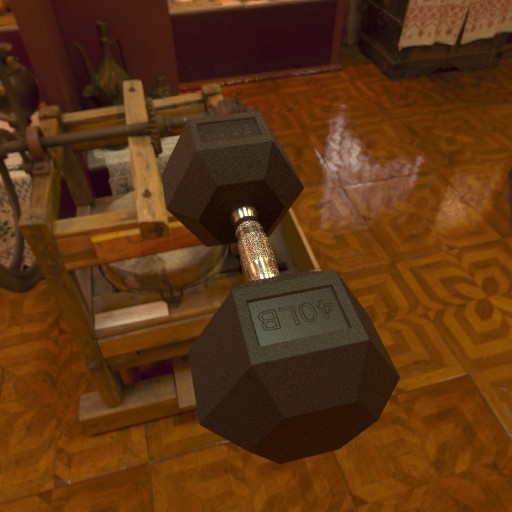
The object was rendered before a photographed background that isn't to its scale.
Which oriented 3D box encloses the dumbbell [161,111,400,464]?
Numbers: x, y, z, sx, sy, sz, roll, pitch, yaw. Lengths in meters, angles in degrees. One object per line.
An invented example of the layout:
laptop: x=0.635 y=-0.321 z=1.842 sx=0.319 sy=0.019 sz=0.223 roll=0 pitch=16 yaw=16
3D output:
dumbbell: x=0.000 y=0.000 z=0.434 sx=0.157 sy=0.137 sz=0.361 roll=-10 pitch=47 yaw=-9
